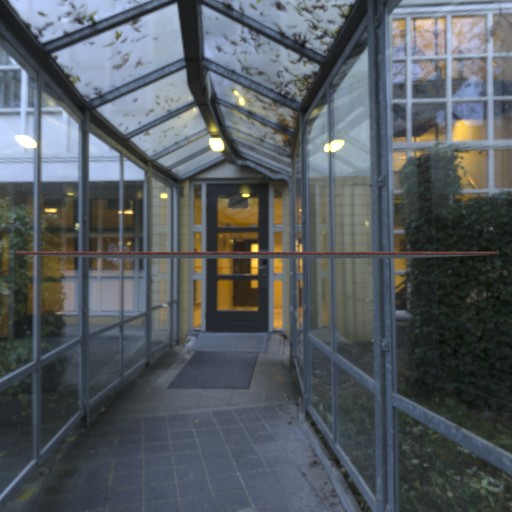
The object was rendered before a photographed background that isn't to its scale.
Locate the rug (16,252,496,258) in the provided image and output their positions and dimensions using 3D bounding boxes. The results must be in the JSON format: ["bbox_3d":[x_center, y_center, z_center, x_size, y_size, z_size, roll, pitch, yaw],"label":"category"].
[{"bbox_3d":[0.000,0.000,3.006,2.438,0.014,1.524,0,-1,0],"label":"rug"}]
